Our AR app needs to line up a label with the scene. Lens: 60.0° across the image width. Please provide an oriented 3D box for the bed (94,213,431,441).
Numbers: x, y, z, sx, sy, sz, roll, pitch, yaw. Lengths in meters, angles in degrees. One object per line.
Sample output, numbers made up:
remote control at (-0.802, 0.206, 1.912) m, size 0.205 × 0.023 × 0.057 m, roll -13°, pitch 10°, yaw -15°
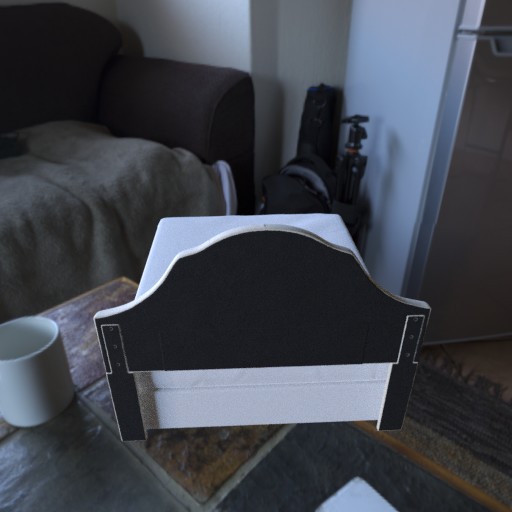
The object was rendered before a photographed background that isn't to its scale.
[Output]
bed at (0.000, 0.000, 3.635) m, size 2.008 × 1.615 × 2.214 m, roll -1°, pitch 30°, yaw -2°
